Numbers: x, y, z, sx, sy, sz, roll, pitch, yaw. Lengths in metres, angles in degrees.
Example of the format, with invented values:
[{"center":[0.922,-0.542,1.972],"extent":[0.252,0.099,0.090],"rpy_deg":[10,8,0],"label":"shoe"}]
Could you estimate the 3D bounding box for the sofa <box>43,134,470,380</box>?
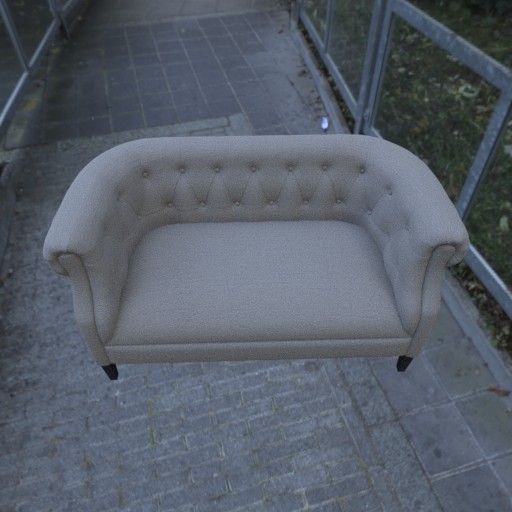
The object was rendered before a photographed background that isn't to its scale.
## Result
[{"center":[0.000,0.000,2.032],"extent":[1.558,0.827,0.835],"rpy_deg":[-1,46,-1],"label":"sofa"}]
